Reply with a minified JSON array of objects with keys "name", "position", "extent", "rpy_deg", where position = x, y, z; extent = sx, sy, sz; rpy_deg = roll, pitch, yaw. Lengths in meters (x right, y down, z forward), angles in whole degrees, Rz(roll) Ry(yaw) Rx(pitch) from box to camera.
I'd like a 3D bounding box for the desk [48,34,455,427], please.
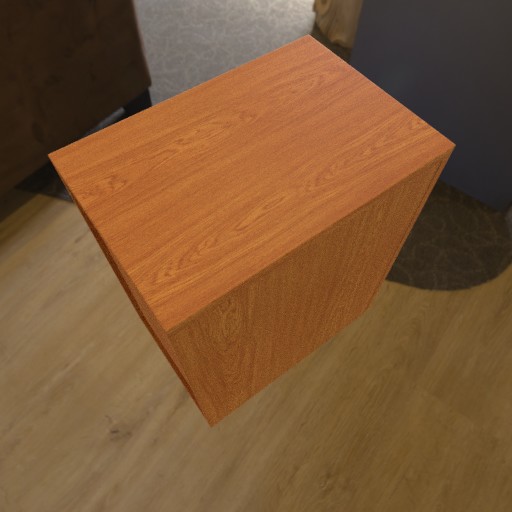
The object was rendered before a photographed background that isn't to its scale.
[{"name":"desk","position":[0.000,0.000,1.089],"extent":[0.600,0.730,0.404],"rpy_deg":[-32,64,-18]}]
